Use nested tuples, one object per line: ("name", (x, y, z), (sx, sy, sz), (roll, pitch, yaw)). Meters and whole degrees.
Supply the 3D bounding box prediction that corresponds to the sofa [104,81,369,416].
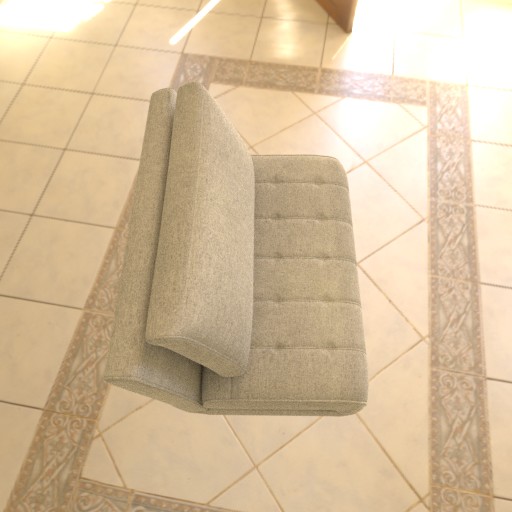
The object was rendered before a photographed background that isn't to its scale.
("sofa", (0.000, 0.000, 1.889), (0.910, 0.910, 1.220), (1, 62, 0))
